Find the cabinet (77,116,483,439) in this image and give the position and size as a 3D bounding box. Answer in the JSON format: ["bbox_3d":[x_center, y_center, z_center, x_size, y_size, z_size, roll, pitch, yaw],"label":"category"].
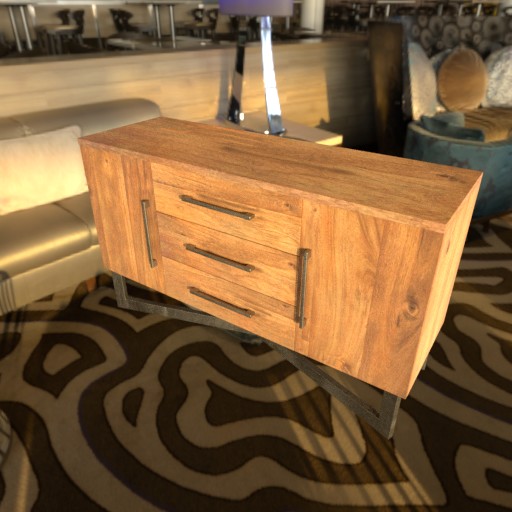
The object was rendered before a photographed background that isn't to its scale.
[{"bbox_3d":[0.000,0.000,1.733,1.373,0.812,0.480,19,35,29],"label":"cabinet"}]
